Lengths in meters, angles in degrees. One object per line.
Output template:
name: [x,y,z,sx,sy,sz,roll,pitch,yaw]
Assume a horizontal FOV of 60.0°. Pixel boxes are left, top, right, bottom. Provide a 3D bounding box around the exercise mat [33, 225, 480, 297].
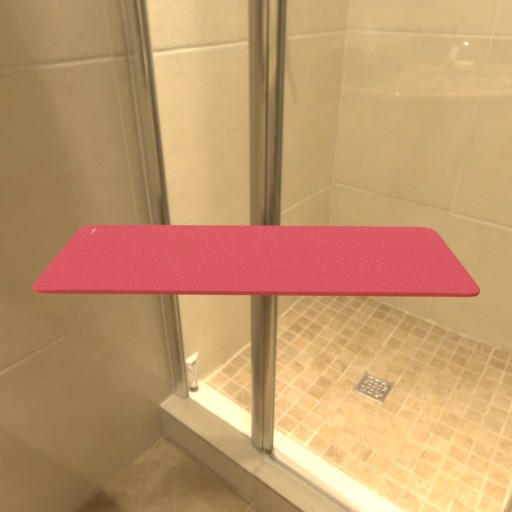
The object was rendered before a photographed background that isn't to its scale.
exercise mat: [0.000,0.000,2.092,1.884,0.021,0.616,0,30,1]
